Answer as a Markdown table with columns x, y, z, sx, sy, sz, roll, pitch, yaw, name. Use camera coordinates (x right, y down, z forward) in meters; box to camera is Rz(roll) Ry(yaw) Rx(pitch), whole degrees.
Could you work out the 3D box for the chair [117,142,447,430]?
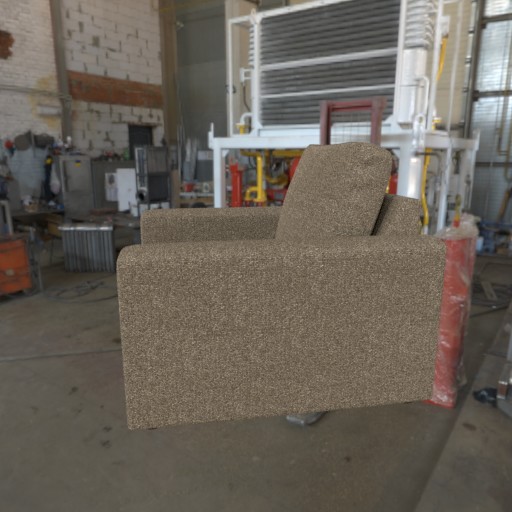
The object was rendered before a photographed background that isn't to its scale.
| x | y | z | sx | sy | sz | roll | pitch | yaw | name |
| --- | --- | --- | --- | --- | --- | --- | --- | --- | --- |
| 0.000 | 0.000 | 1.765 | 1.016 | 0.873 | 1.005 | -2 | 13 | -10 | chair |
